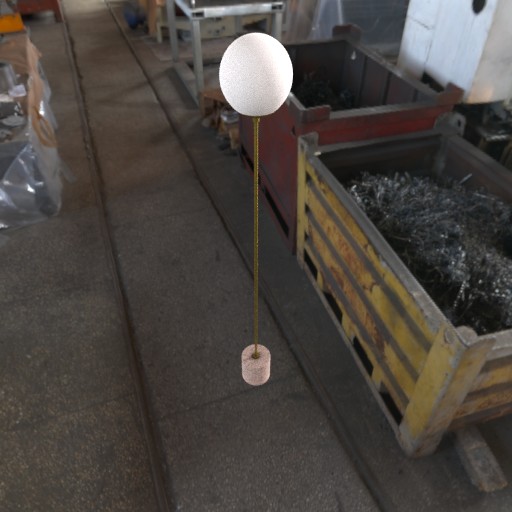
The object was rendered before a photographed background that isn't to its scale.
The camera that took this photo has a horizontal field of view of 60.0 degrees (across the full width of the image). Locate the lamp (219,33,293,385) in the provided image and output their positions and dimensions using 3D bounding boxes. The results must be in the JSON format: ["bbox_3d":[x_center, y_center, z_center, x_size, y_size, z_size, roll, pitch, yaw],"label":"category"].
[{"bbox_3d":[0.000,0.000,1.887,0.229,1.748,0.229,26,48,26],"label":"lamp"}]
